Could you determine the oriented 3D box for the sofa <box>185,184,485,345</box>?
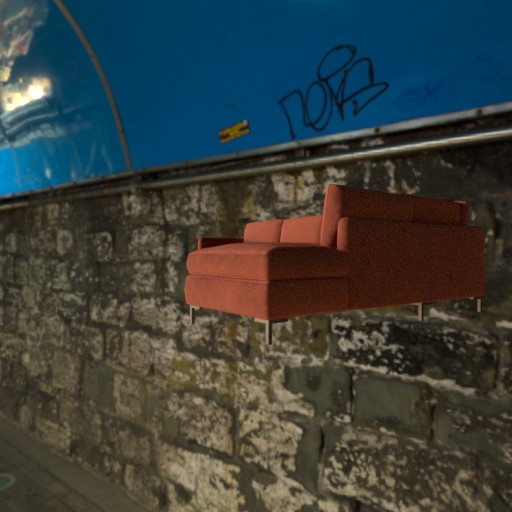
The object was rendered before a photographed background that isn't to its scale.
[{"bbox_3d":[0.000,0.000,3.508,1.879,0.757,2.736,0,0,-36],"label":"sofa"}]
